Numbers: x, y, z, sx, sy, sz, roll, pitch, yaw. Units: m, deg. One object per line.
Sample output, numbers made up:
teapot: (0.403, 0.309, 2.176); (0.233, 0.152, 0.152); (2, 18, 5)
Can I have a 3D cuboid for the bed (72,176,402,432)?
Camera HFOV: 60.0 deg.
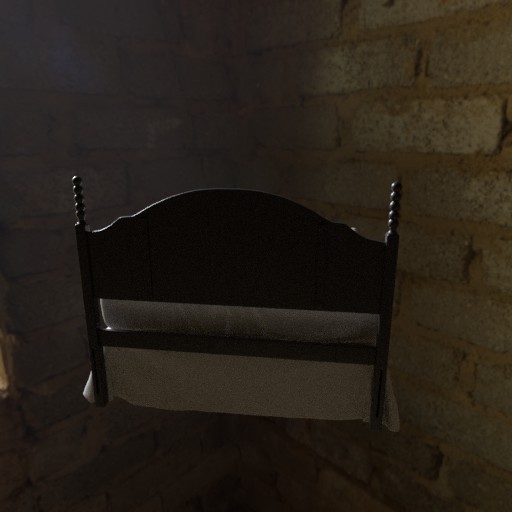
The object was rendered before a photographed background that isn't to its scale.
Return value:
bed: (0.000, 0.000, 3.298); (1.873, 1.356, 2.040); (2, 16, 8)
